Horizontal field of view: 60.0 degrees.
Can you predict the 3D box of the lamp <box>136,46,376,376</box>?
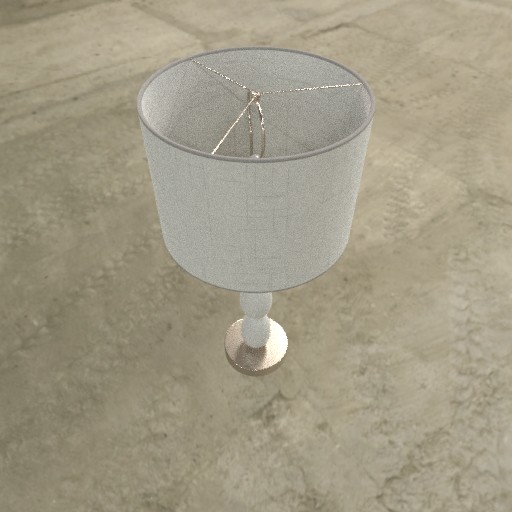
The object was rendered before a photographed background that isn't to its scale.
[{"bbox_3d":[0.000,0.000,0.726,0.280,0.559,0.282,-8,47,-8],"label":"lamp"}]
